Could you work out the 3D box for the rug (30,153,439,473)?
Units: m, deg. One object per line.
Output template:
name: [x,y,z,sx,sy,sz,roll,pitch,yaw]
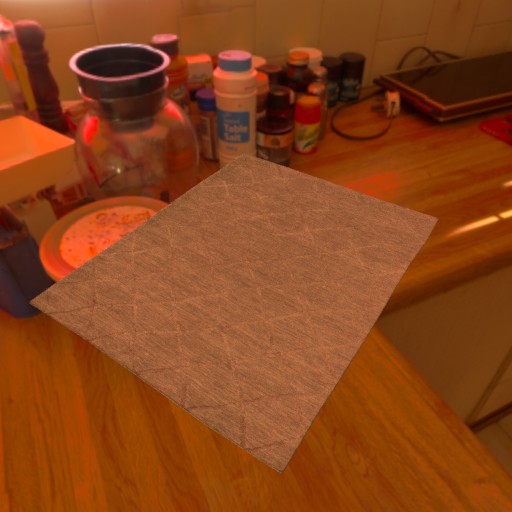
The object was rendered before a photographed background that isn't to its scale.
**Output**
rug: [0.000,0.000,4.038,2.438,0.013,3.048,24,47,25]
